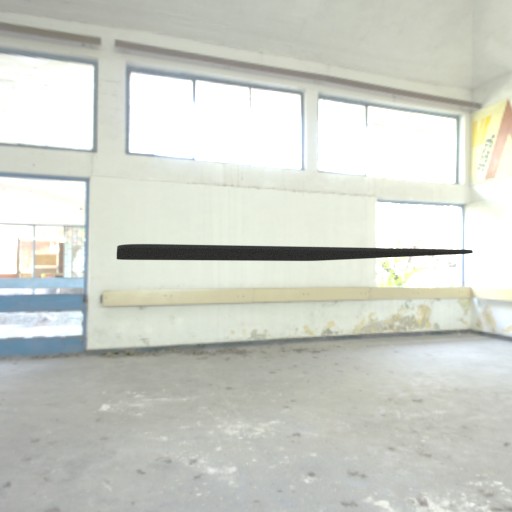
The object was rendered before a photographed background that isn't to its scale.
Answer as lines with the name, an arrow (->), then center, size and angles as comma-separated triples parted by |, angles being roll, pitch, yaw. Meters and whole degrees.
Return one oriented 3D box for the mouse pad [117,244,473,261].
mouse pad -> 0.000, 0.000, 0.352 | 0.211, 0.002, 0.249 | 1, -2, -18
